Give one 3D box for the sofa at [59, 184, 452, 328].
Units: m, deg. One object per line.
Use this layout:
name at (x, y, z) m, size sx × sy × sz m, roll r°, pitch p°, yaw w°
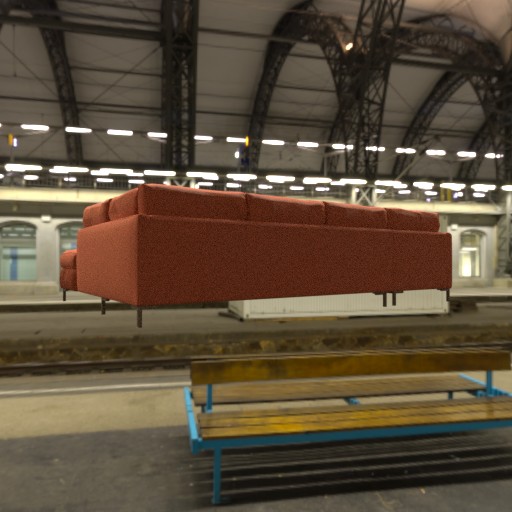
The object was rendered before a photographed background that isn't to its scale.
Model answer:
sofa at (0.000, 0.000, 3.710) m, size 2.736 × 0.757 × 1.879 m, roll 0°, pitch -1°, yaw -34°
